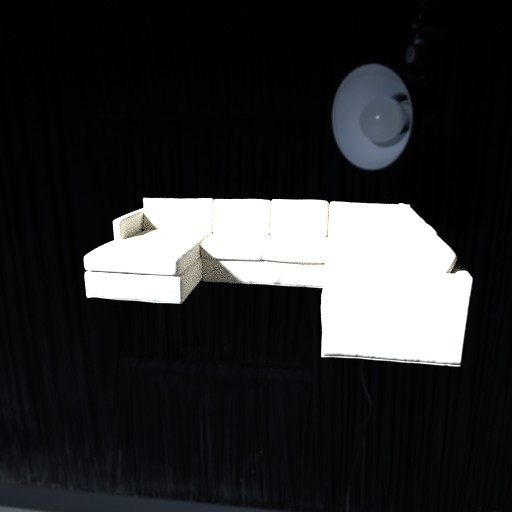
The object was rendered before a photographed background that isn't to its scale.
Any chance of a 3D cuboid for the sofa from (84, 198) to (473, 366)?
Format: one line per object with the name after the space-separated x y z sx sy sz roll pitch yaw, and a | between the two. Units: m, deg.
0.000 0.000 4.535 3.464 0.882 2.448 2 16 9 | sofa
